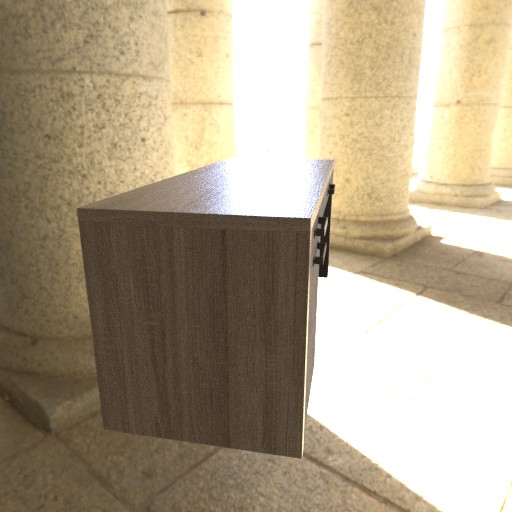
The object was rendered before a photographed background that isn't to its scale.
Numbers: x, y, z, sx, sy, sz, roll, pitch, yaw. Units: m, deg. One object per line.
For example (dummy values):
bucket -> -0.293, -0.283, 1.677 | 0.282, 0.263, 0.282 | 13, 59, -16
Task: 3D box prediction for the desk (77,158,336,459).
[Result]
desk -> 0.000, 0.000, 2.100 | 0.690, 0.760, 1.700 | 3, 18, 11
